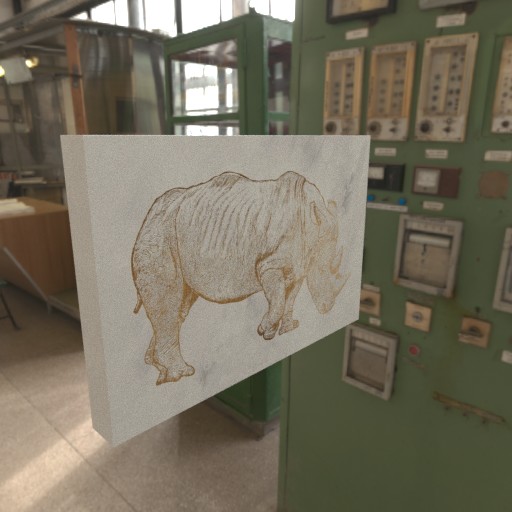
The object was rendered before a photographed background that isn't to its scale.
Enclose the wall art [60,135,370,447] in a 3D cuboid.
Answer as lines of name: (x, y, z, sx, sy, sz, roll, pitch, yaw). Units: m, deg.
wall art: (0.000, 0.000, 0.484, 0.038, 0.254, 0.381, 14, 21, 43)
